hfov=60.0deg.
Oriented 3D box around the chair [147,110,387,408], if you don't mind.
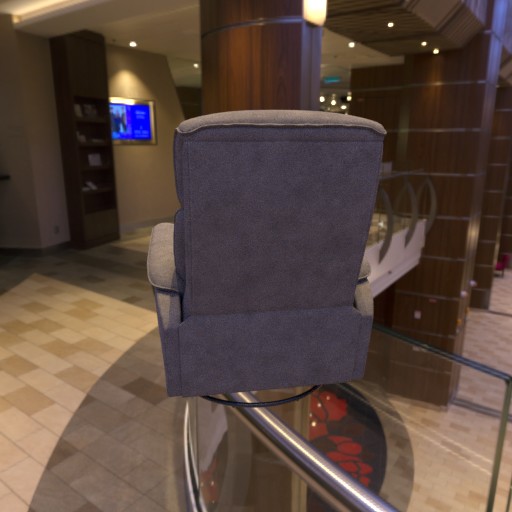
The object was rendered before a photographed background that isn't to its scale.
[{"bbox_3d":[0.000,0.000,1.743,0.830,1.036,1.009,-2,15,-10],"label":"chair"}]
